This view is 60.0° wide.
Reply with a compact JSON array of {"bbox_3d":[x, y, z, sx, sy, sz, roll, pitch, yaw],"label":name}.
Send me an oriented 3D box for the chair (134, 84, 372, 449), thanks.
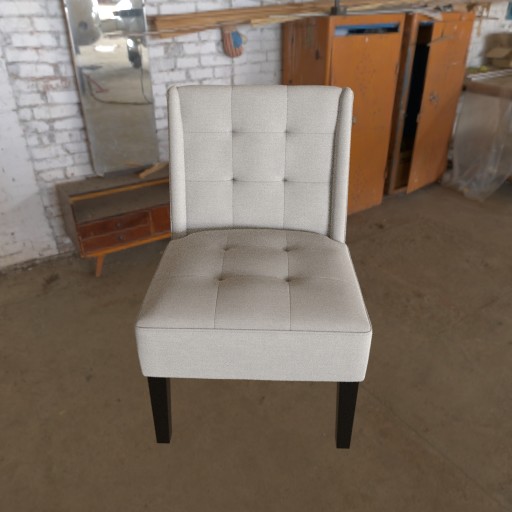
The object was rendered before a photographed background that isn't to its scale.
[{"bbox_3d":[0.000,0.000,1.299,0.569,0.853,0.676,1,31,2],"label":"chair"}]
